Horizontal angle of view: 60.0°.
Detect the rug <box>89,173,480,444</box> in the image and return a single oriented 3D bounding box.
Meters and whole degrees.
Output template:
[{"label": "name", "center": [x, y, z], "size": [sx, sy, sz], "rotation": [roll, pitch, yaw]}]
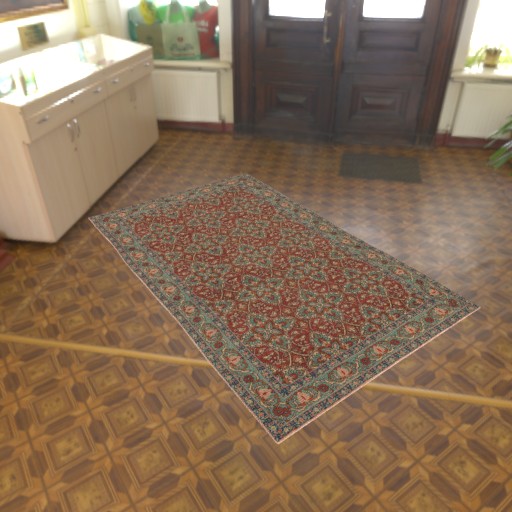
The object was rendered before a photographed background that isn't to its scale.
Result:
[{"label": "rug", "center": [0.000, 0.000, 3.073], "size": [1.533, 0.011, 2.439], "rotation": [-22, 39, -29]}]
